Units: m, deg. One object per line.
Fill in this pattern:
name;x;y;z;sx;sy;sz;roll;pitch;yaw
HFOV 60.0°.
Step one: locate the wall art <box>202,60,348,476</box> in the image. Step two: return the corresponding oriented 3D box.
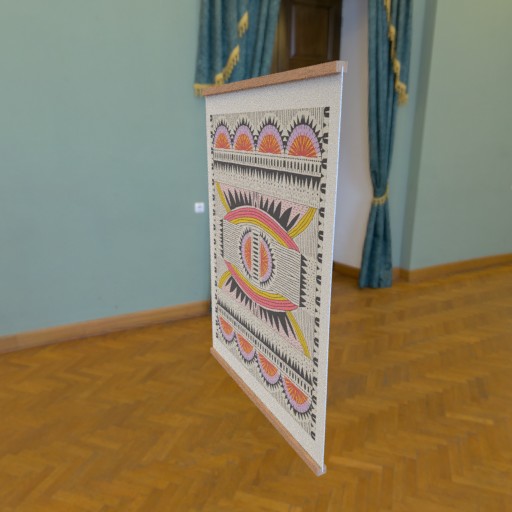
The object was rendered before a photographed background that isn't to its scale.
wall art;0.000;0.000;1.362;0.028;1.016;0.765;-8;18;-26
